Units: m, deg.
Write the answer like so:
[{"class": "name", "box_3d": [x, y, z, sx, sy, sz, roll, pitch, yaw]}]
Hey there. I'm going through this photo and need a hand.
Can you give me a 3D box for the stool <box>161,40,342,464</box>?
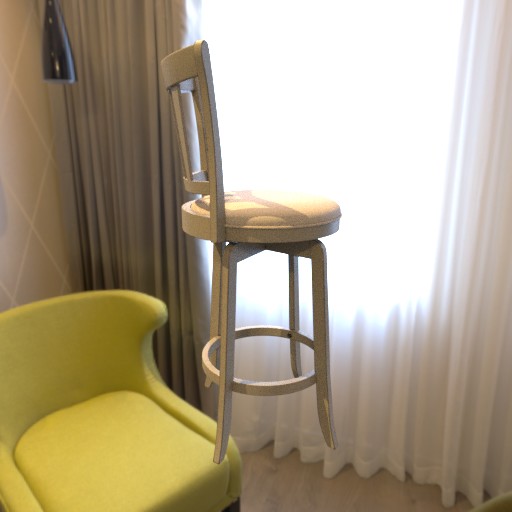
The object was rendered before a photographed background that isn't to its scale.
[{"class": "stool", "box_3d": [0.000, 0.000, 1.264, 0.475, 1.042, 0.436, -3, 16, -10]}]
